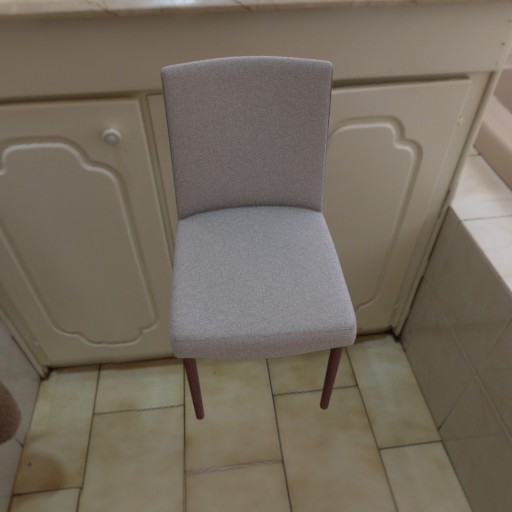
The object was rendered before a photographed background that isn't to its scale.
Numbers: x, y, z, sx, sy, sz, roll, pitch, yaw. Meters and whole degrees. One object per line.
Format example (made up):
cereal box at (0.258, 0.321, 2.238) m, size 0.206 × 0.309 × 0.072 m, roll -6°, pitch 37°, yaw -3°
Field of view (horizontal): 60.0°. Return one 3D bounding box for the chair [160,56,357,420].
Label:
chair at (0.000, 0.000, 1.208) m, size 0.456 × 0.859 × 0.570 m, roll -3°, pitch 45°, yaw -3°
